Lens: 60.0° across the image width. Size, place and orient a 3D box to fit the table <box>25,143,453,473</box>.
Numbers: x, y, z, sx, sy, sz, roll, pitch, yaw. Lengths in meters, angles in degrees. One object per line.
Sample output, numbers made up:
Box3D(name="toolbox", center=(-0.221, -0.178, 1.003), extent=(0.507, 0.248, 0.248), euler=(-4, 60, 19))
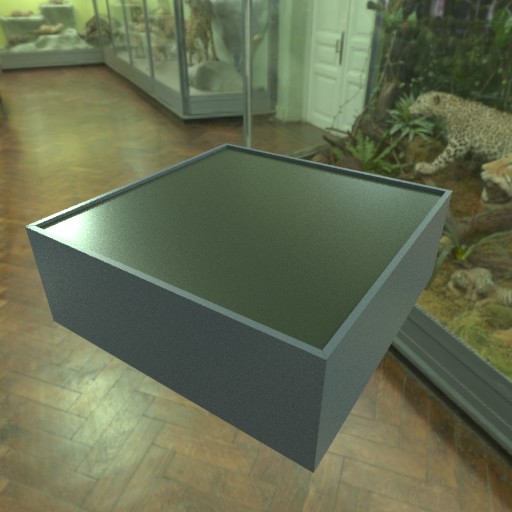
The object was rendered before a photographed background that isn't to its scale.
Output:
Box3D(name="table", center=(0.000, 0.000, 1.238), extent=(0.801, 0.299, 0.801), euler=(19, 36, 28))
